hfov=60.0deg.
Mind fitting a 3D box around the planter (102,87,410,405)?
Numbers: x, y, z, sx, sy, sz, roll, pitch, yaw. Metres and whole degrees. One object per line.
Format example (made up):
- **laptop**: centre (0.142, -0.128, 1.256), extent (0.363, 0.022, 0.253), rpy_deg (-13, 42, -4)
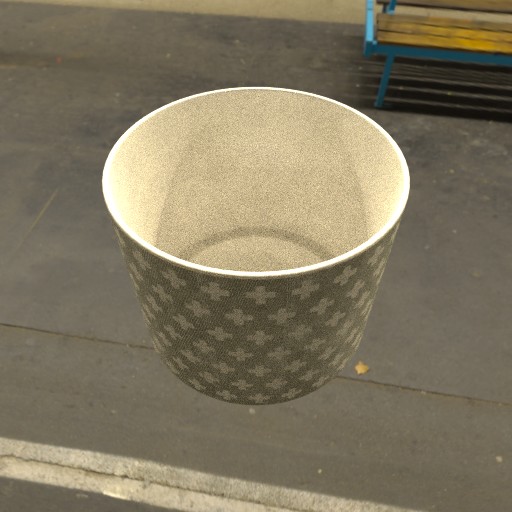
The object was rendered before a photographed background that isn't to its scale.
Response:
- **planter**: centre (0.000, 0.000, 0.457), extent (0.250, 0.239, 0.250), rpy_deg (0, 48, 0)
